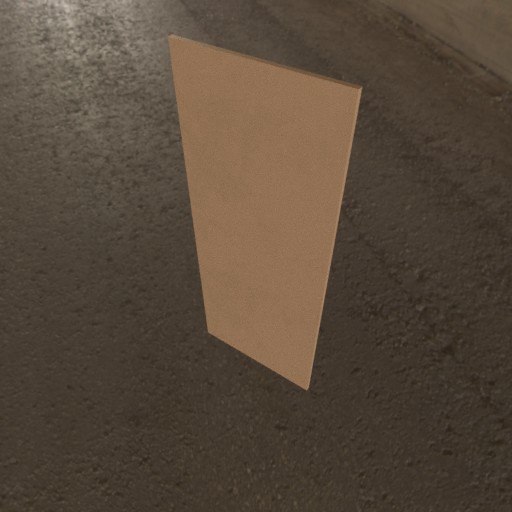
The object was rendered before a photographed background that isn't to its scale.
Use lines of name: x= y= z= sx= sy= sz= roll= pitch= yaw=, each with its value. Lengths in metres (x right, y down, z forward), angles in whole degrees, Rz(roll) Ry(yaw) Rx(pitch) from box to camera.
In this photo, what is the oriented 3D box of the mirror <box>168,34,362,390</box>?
mirror: x=0.000 y=0.000 z=2.319 sx=0.812 sy=2.031 sz=0.026 roll=26 pitch=51 yaw=23
